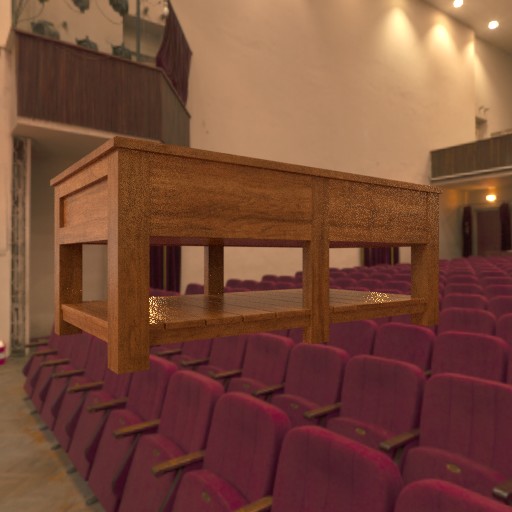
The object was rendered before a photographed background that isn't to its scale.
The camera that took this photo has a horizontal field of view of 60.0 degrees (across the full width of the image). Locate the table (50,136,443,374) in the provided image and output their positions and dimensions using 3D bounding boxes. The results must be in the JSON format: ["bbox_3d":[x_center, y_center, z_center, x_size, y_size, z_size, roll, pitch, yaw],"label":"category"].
[{"bbox_3d":[0.000,0.000,1.474,1.150,0.480,0.635,0,0,-36],"label":"table"}]
